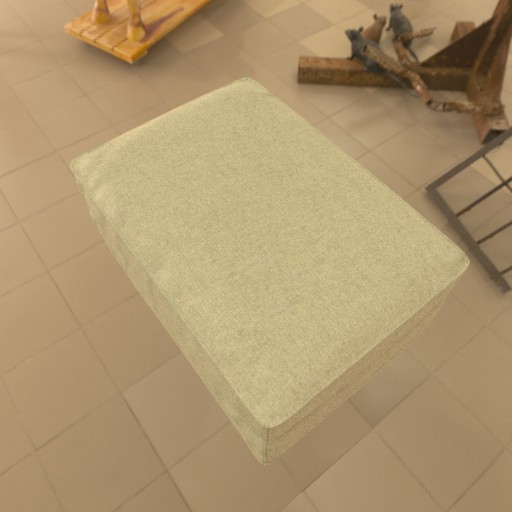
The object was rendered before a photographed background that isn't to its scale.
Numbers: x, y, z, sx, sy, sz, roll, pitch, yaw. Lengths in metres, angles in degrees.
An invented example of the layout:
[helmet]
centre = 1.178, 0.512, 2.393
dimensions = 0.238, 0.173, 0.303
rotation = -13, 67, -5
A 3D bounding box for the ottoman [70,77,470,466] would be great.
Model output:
[ottoman]
centre = 0.000, 0.000, 1.215
dimensions = 0.611, 0.508, 0.848
rotation = -33, 63, -19
